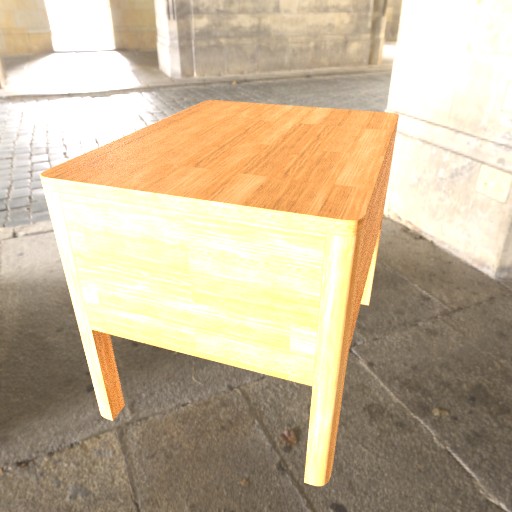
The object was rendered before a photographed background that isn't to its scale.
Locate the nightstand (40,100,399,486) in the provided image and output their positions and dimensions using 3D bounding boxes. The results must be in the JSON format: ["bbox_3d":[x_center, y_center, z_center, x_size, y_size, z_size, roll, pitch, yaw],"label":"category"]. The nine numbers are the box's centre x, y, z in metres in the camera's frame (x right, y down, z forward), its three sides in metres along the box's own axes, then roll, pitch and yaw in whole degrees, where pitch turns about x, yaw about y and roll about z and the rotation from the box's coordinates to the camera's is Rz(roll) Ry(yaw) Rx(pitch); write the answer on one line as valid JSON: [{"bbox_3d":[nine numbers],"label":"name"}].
[{"bbox_3d":[0.000,0.000,0.880,0.440,0.470,0.560,10,31,17],"label":"nightstand"}]
